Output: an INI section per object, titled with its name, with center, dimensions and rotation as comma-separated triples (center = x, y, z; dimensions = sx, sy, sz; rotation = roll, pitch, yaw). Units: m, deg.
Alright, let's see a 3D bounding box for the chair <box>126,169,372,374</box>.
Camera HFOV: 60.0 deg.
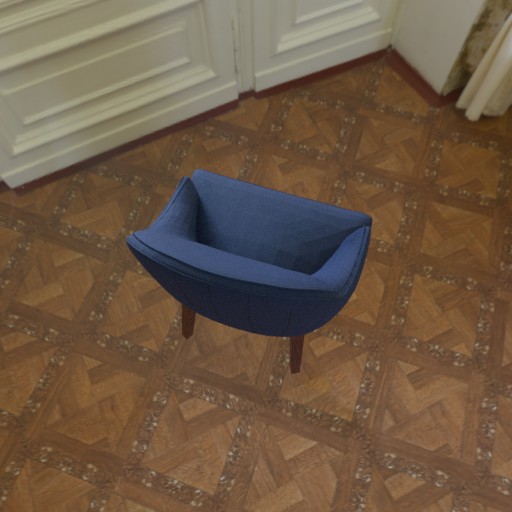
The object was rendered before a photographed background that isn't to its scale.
[chair]
center = 0.000, 0.000, 1.334
dimensions = 0.643, 0.889, 0.575
rotation = 16, 65, 8
